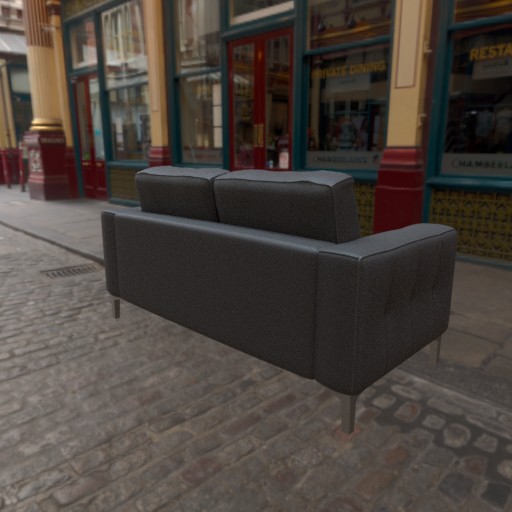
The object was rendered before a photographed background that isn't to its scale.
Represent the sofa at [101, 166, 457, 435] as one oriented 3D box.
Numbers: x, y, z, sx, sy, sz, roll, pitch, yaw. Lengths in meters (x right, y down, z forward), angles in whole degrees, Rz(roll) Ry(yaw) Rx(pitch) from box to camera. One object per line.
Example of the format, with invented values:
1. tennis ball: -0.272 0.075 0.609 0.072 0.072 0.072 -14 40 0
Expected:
1. sofa: 0.000 0.000 2.270 1.726 0.893 0.833 12 18 43
